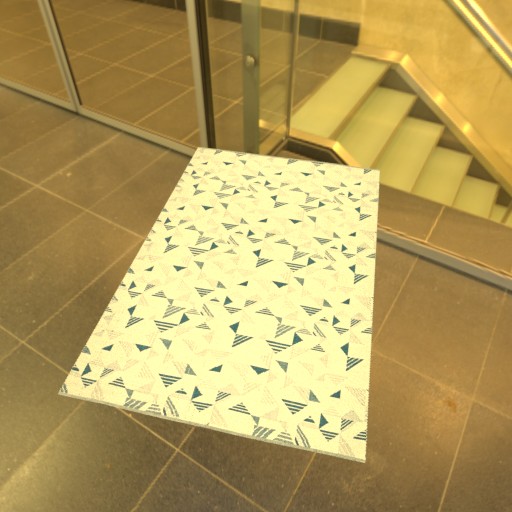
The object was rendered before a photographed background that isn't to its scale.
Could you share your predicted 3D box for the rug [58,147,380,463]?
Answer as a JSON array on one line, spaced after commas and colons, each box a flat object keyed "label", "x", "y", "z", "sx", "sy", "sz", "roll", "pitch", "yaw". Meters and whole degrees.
[{"label": "rug", "x": 0.000, "y": 0.000, "z": 2.287, "sx": 1.206, "sy": 0.003, "sz": 1.835, "roll": 9, "pitch": 47, "yaw": 9}]
